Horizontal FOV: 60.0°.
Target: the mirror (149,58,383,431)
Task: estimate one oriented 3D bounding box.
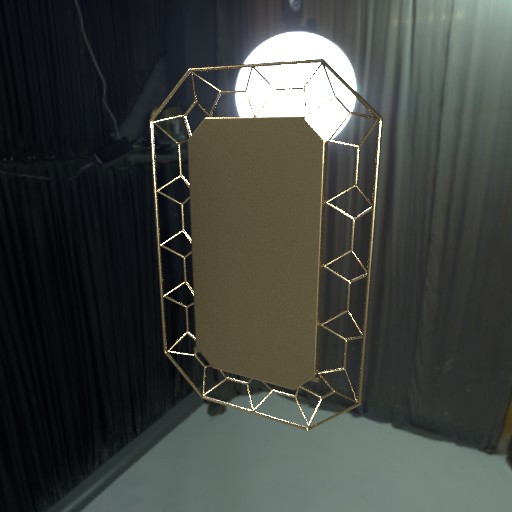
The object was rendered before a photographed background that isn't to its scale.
[{"bbox_3d":[0.000,0.000,1.089,0.572,0.870,0.051,8,18,25],"label":"mirror"}]
